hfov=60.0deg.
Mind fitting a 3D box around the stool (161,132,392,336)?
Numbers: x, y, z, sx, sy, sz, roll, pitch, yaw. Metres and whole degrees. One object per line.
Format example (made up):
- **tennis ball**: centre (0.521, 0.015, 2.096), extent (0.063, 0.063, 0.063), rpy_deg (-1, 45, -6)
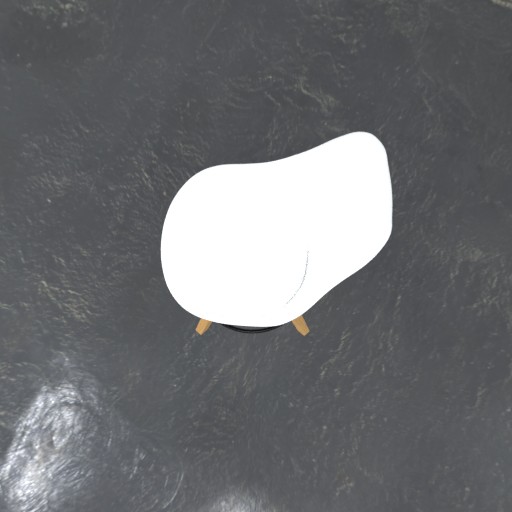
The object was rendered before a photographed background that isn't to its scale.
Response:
- **stool**: centre (0.000, 0.000, 1.424), extent (0.549, 1.115, 0.482), rpy_deg (1, 76, 0)
